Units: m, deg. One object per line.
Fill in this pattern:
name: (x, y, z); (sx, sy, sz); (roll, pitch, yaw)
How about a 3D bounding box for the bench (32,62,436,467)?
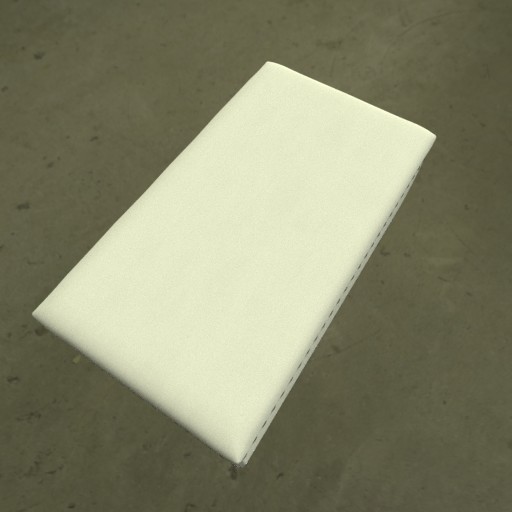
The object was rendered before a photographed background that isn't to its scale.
bench: (0.000, 0.000, 1.161); (0.500, 0.449, 0.887); (30, 66, 15)
